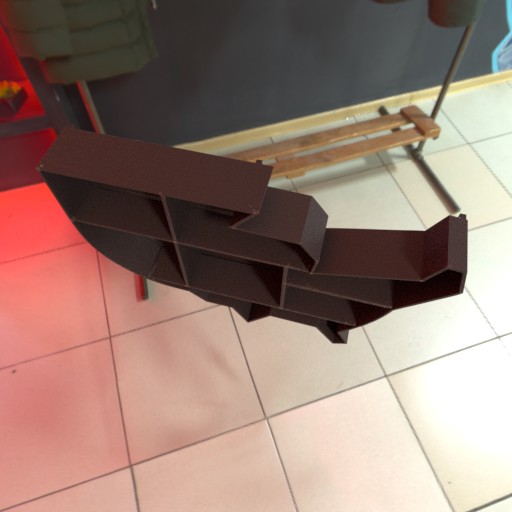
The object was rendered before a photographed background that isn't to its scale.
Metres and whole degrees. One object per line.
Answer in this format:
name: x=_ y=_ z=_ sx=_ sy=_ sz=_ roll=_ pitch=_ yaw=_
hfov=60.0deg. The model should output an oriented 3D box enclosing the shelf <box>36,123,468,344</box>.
shelf: x=0.000 y=0.000 z=0.904 sx=0.729 sy=0.439 sz=0.112 roll=12 pitch=59 yaw=8
